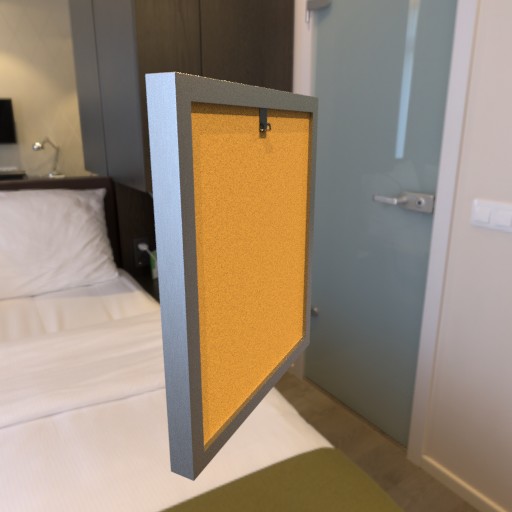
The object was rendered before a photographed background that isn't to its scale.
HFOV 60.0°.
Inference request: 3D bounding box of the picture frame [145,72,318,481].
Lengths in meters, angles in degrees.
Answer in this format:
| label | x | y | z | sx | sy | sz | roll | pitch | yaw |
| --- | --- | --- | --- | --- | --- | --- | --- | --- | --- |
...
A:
| label | x | y | z | sx | sy | sz | roll | pitch | yaw |
| --- | --- | --- | --- | --- | --- | --- | --- | --- | --- |
| picture frame | 0.000 | 0.000 | 1.368 | 0.073 | 0.968 | 0.839 | 8 | 18 | 26 |
